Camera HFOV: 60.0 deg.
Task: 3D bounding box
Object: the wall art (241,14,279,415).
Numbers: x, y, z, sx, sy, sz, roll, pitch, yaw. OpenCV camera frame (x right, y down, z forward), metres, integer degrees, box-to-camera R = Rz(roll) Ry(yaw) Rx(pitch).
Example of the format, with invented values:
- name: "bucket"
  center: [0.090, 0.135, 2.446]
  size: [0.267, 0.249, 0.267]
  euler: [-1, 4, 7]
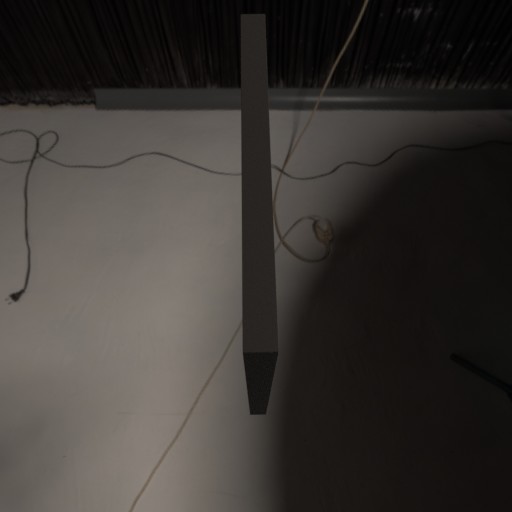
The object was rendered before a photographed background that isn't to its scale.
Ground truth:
- name: "wall art"
  center: [0.000, 0.000, 0.543]
  size: [0.024, 0.404, 0.329]
  euler: [-1, 65, 0]
